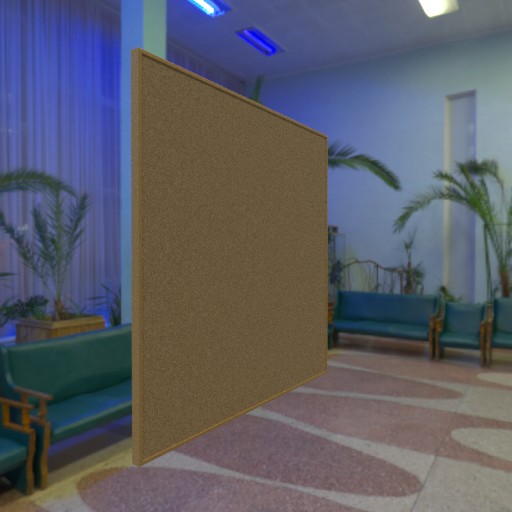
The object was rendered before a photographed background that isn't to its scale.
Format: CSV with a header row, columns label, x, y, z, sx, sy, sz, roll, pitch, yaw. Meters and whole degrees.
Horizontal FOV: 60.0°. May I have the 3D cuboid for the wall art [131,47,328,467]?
label,x,y,z,sx,sy,sz,roll,pitch,yaw
wall art,0.000,0.000,0.670,0.013,0.455,0.457,1,1,35
